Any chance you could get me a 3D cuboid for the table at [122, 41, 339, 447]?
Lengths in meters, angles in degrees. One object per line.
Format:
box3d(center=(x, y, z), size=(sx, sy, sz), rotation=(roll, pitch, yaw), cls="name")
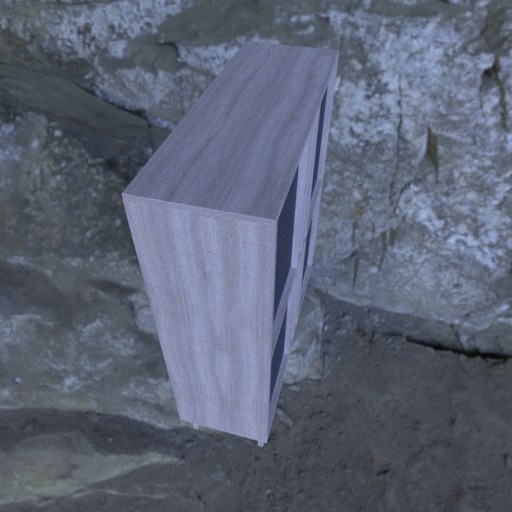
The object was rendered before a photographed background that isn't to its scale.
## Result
box3d(center=(0.000, 0.000, 1.937), size=(0.398, 1.388, 1.111), rotation=(11, 46, 11), cls="table")
